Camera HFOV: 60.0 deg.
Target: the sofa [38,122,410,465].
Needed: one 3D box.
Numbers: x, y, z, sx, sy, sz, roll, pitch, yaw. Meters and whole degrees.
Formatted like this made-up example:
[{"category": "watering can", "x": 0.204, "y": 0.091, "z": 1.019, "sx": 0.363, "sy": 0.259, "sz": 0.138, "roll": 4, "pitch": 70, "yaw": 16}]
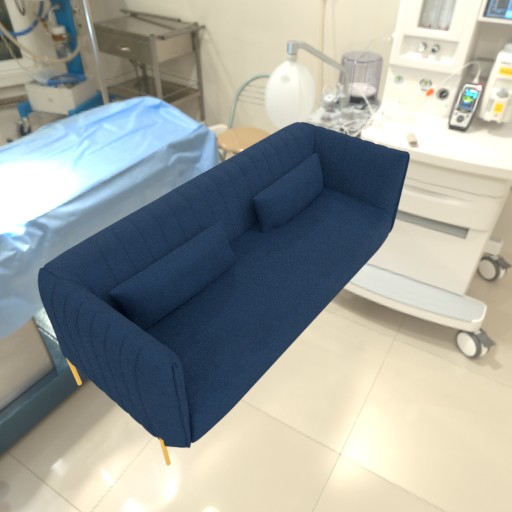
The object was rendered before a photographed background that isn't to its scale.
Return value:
[{"category": "sofa", "x": 0.000, "y": 0.000, "z": 2.565, "sx": 0.896, "sy": 0.793, "sz": 2.136, "roll": 27, "pitch": 47, "yaw": 28}]
